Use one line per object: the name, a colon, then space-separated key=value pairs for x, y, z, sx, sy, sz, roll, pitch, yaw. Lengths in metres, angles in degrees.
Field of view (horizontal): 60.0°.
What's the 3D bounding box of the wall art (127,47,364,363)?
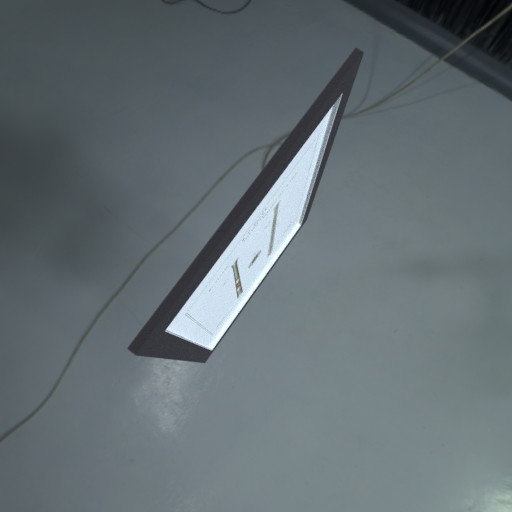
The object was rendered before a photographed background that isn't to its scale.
wall art: x=0.000 y=0.000 z=0.676 sx=0.012 sy=0.529 sz=0.374 roll=34 pitch=78 yaw=8
